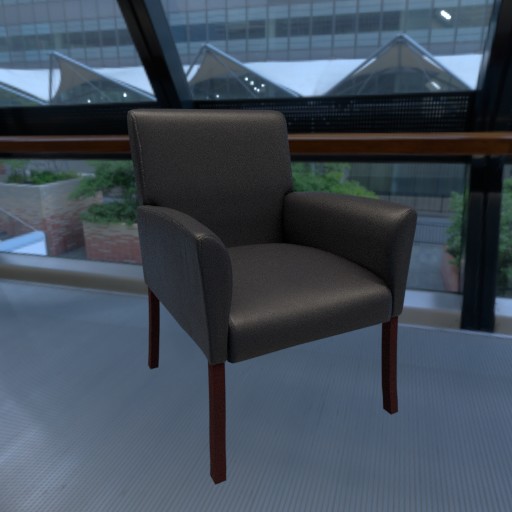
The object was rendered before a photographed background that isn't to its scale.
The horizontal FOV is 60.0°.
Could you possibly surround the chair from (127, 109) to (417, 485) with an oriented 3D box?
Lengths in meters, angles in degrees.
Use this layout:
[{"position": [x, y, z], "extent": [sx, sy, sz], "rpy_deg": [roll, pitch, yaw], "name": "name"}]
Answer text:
[{"position": [0.000, 0.000, 1.493], "extent": [0.683, 0.951, 0.772], "rpy_deg": [-9, 19, -27], "name": "chair"}]
